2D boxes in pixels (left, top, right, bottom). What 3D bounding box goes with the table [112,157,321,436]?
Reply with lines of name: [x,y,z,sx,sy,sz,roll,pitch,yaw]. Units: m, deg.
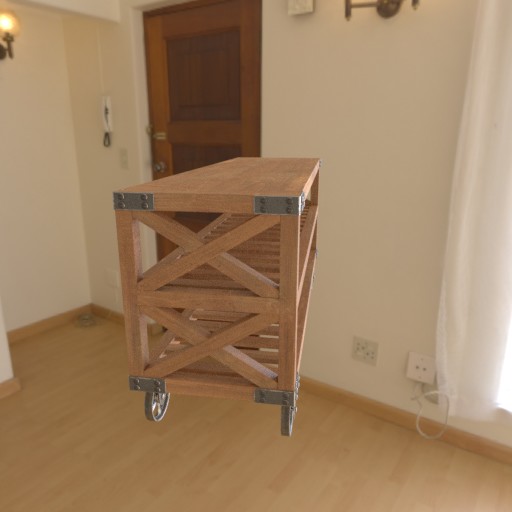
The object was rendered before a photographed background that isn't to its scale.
table: [0.000,0.000,1.830,0.467,0.711,1.487,3,16,9]
